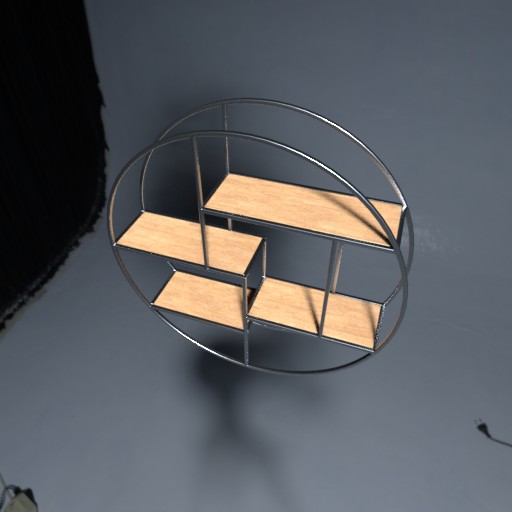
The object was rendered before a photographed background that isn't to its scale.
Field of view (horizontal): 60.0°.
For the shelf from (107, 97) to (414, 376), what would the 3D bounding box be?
[{"bbox_3d":[0.000,0.000,1.338,0.888,0.888,0.202,13,44,14],"label":"shelf"}]
